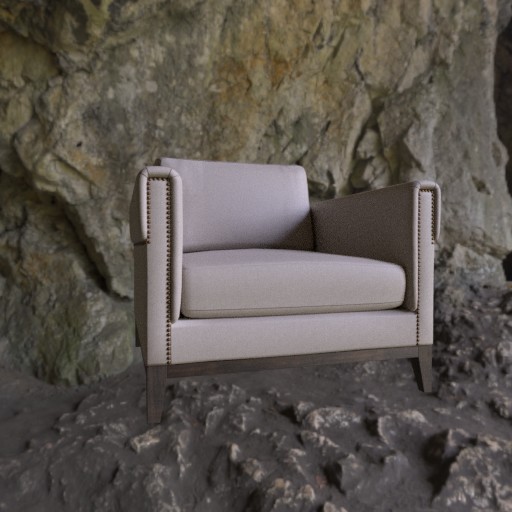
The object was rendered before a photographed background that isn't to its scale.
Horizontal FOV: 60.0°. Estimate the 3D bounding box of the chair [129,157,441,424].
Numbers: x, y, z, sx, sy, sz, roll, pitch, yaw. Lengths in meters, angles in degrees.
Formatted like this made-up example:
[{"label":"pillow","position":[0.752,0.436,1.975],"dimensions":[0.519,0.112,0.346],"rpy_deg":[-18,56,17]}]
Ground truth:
[{"label":"chair","position":[0.000,0.000,1.692],"dimensions":[0.914,0.838,0.959],"rpy_deg":[0,1,-17]}]
